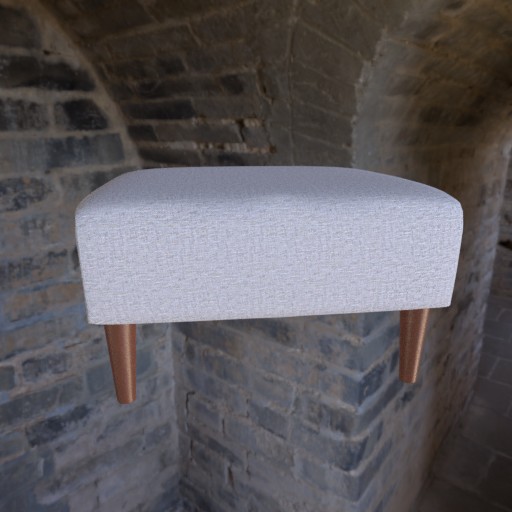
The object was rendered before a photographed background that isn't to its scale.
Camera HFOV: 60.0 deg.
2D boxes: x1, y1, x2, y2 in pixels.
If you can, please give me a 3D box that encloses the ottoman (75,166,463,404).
[{"bbox_3d":[0.000,0.000,1.050,0.655,0.399,0.648,-2,15,-7],"label":"ottoman"}]
